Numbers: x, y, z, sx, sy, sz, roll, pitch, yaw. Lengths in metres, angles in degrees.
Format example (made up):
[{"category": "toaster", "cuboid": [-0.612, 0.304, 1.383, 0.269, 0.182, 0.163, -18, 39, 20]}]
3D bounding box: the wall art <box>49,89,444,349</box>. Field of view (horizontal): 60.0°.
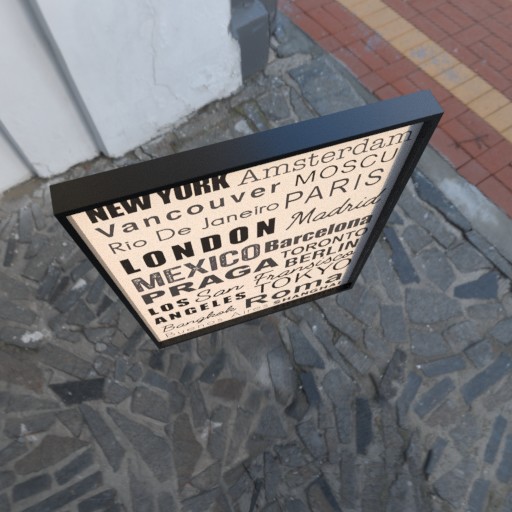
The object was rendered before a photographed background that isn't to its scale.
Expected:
[{"category": "wall art", "cuboid": [0.000, 0.000, 0.738, 0.448, 0.551, 0.038, -16, 65, -8]}]
